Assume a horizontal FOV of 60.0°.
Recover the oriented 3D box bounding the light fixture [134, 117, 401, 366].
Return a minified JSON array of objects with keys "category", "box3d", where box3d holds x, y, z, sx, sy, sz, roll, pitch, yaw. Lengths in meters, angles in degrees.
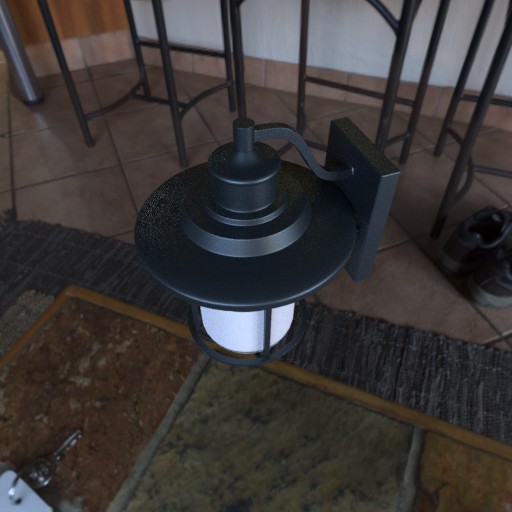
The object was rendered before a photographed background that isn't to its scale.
[{"category":"light fixture","box3d":[0.000,0.000,0.508,0.252,0.345,0.222,-15,49,-14]}]
